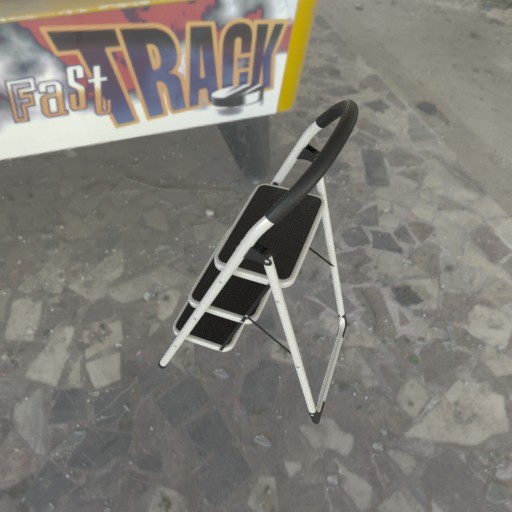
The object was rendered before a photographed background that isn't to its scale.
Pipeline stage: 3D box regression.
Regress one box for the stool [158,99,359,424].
[{"bbox_3d":[0.000,0.000,1.462,0.676,1.109,0.485,16,49,14],"label":"stool"}]
